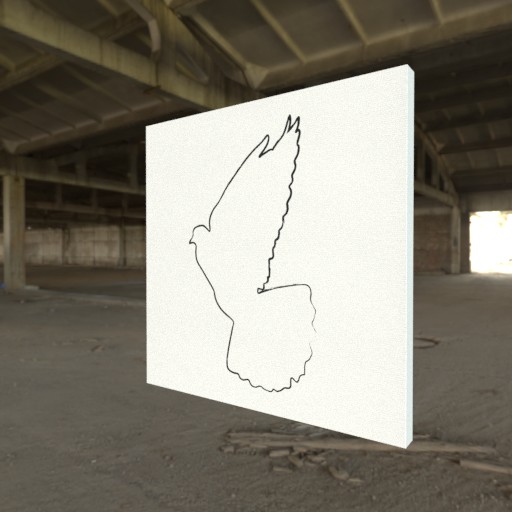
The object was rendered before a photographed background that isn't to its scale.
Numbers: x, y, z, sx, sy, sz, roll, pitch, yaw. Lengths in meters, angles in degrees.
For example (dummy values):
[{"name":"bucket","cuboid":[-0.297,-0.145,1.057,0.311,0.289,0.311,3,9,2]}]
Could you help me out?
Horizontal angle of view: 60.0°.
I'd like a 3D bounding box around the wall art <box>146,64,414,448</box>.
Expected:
[{"name":"wall art","cuboid":[0.000,0.000,0.893,0.610,0.610,0.038,1,1,35]}]
